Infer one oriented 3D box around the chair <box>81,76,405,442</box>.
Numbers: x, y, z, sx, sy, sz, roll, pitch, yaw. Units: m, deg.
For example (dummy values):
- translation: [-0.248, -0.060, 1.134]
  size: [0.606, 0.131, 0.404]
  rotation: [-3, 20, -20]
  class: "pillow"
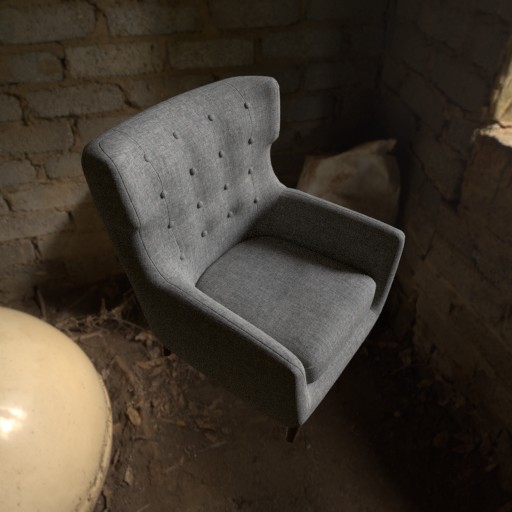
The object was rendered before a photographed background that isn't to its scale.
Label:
- translation: [0.000, 0.000, 1.743]
  size: [0.904, 1.063, 0.878]
  rotation: [26, 47, 27]
  class: "chair"
